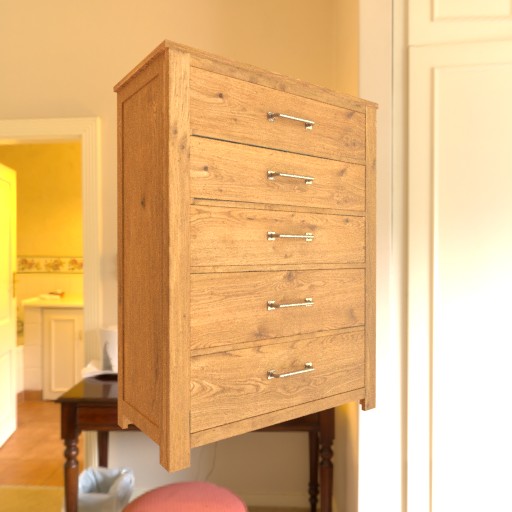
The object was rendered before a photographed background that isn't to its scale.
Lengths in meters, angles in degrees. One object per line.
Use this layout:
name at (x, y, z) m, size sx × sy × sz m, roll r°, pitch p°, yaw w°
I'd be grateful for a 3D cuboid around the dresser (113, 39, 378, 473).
dresser at (0.000, 0.000, 1.961) m, size 1.081 × 1.431 × 0.558 m, roll 0°, pitch 1°, yaw -36°
